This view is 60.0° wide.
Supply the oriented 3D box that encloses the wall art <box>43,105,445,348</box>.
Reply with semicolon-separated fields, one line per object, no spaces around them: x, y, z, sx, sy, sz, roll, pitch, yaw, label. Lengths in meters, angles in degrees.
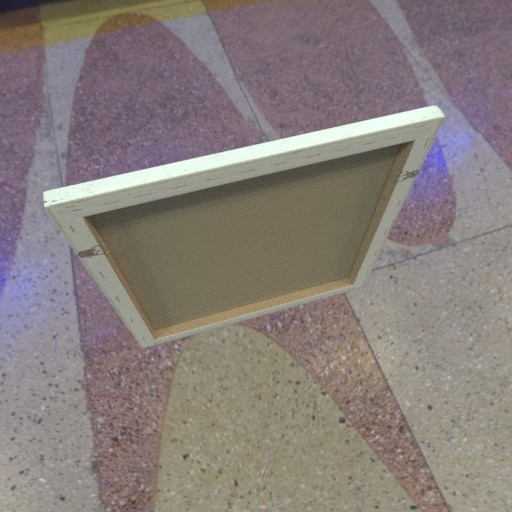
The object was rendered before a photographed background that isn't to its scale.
0.000;0.000;1.141;0.762;0.762;0.038;-14;61;-8;wall art
